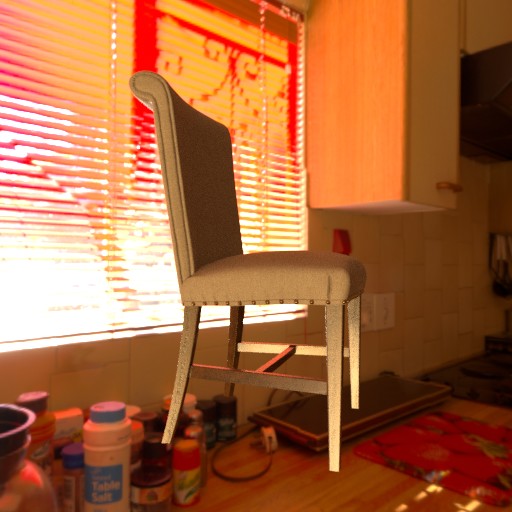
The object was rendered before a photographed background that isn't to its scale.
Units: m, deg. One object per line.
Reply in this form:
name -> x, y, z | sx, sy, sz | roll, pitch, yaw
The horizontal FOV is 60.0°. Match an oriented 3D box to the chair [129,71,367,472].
chair -> 0.000, 0.000, 1.328 | 0.608, 0.988, 0.513 | 0, -1, 18
